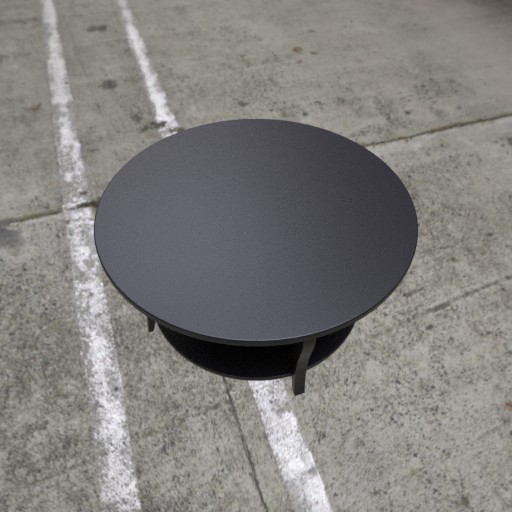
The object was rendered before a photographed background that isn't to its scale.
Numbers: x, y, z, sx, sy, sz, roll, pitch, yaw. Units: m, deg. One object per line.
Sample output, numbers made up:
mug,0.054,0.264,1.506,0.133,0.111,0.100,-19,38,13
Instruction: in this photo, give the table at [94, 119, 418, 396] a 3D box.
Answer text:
table,0.000,0.000,1.453,0.914,0.457,0.914,0,48,0
